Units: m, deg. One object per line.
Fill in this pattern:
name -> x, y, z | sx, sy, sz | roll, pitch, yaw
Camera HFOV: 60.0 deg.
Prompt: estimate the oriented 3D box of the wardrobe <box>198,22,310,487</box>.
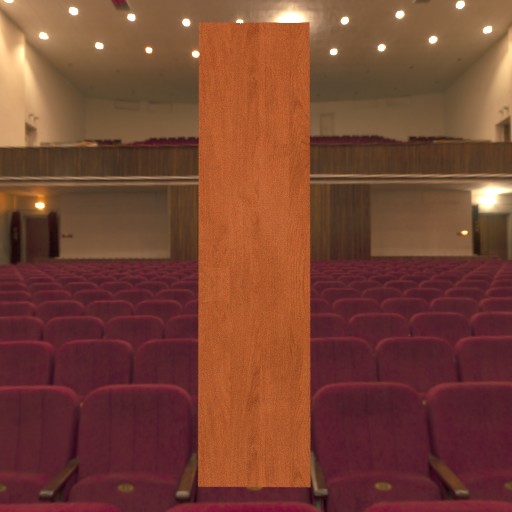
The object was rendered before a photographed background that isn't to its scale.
wardrobe -> 0.000, 0.000, 2.793 | 0.480, 2.000, 1.770 | 0, -1, 0
